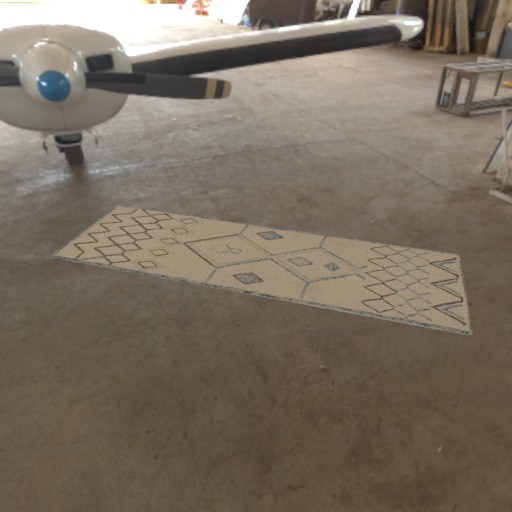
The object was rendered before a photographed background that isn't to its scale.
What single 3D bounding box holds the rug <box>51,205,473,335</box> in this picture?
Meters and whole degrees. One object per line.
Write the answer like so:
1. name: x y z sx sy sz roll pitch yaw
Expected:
1. rug: 0.000 0.000 2.763 2.434 0.013 0.770 9 33 15
